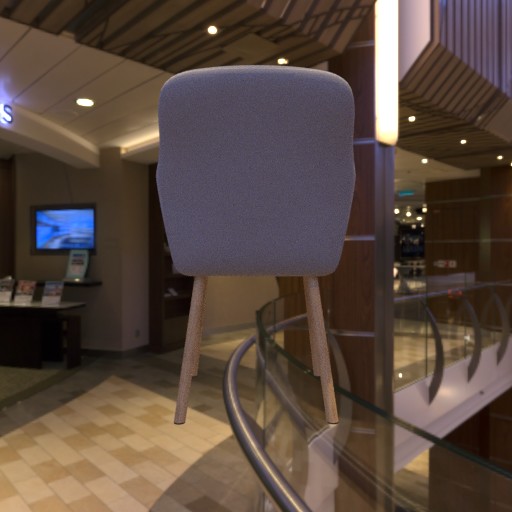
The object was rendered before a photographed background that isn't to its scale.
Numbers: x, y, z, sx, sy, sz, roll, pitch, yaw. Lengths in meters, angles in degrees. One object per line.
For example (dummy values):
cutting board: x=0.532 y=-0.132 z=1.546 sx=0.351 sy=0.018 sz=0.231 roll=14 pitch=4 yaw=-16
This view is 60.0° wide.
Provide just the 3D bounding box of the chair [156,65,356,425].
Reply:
chair: x=0.000 y=0.000 z=1.244 sx=0.570 sy=0.830 sz=0.590 roll=0 pitch=0 yaw=0
